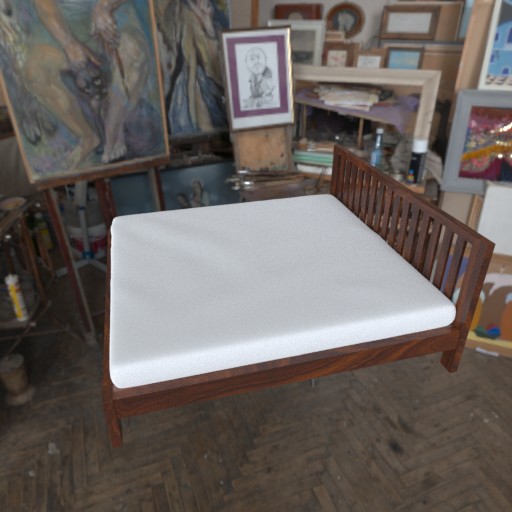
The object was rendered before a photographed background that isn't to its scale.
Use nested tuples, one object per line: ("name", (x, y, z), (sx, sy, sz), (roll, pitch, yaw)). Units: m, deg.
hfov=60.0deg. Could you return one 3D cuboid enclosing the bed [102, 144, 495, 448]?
("bed", (0.000, 0.000, 3.061), (2.030, 0.890, 1.905), (-8, 31, -13))
